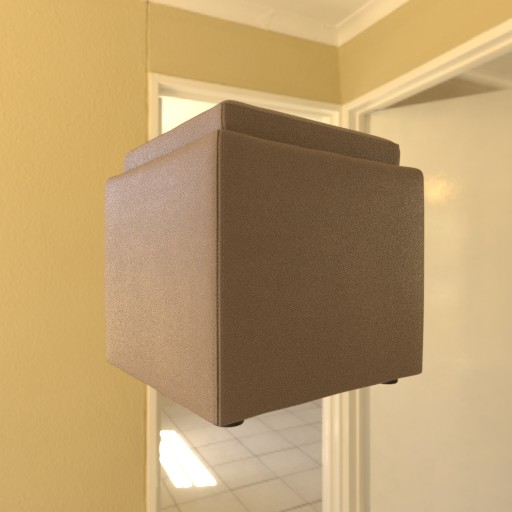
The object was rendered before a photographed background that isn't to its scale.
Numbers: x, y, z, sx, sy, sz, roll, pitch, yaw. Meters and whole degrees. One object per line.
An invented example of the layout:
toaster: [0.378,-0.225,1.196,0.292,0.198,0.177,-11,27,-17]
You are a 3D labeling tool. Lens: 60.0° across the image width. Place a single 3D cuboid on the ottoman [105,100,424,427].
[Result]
ottoman: [0.000,0.000,0.847,0.451,0.460,0.450,0,0,-36]
